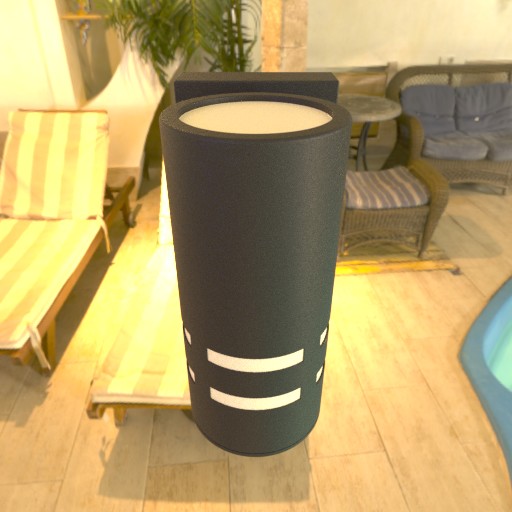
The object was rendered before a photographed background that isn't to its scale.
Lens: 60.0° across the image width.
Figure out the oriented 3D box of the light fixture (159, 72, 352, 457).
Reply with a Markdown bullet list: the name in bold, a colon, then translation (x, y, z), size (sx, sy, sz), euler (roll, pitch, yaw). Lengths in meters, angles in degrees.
- **light fixture**: translation (0.000, 0.000, 0.258), size (0.098, 0.179, 0.138), euler (0, 31, 0)
